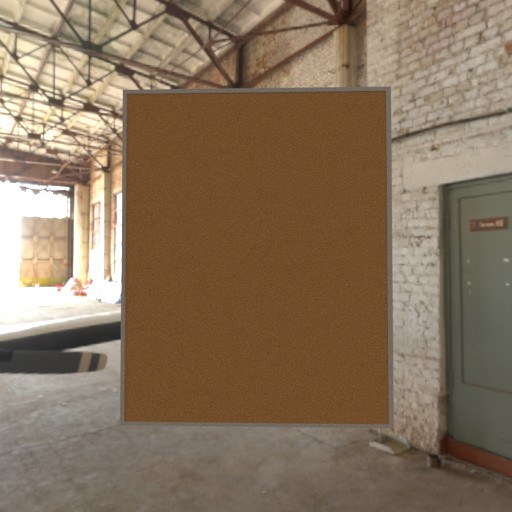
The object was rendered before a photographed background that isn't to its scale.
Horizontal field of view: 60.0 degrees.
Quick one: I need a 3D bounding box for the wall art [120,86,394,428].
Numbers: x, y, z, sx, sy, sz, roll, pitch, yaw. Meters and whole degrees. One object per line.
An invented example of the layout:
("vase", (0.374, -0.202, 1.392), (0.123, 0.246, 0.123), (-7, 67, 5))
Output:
("wall art", (0.000, 0.000, 1.027), (0.611, 0.763, 0.055), (0, -2, 2))
